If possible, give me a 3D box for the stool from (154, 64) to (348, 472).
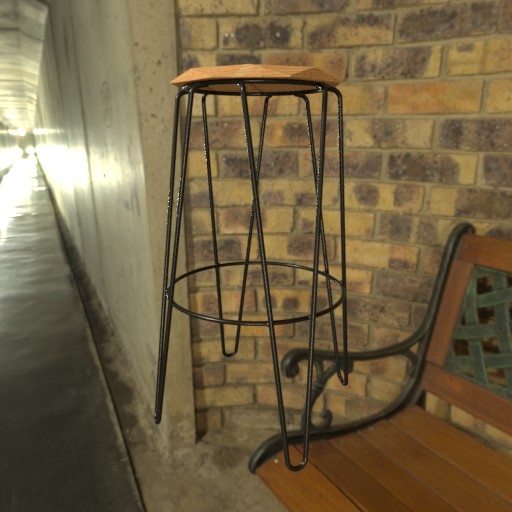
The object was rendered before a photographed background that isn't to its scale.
[{"bbox_3d":[0.000,0.000,0.802,0.326,0.610,0.326,8,17,25],"label":"stool"}]
